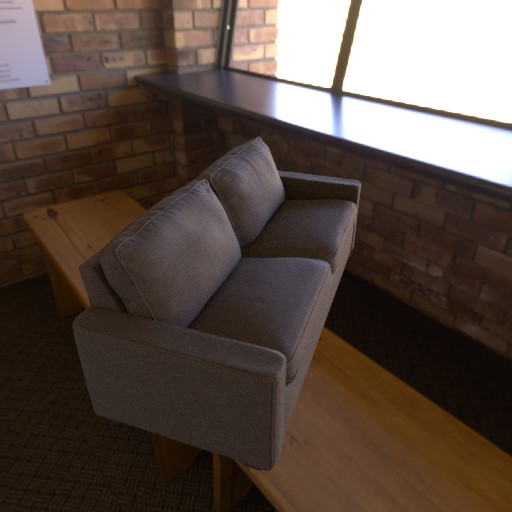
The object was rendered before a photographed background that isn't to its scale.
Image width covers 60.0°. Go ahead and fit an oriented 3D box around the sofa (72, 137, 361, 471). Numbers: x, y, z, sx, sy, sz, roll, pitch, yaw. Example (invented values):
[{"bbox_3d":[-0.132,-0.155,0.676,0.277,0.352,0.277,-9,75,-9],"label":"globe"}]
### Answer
[{"bbox_3d":[0.000,0.000,2.597,0.940,0.919,2.080,10,32,17],"label":"sofa"}]
